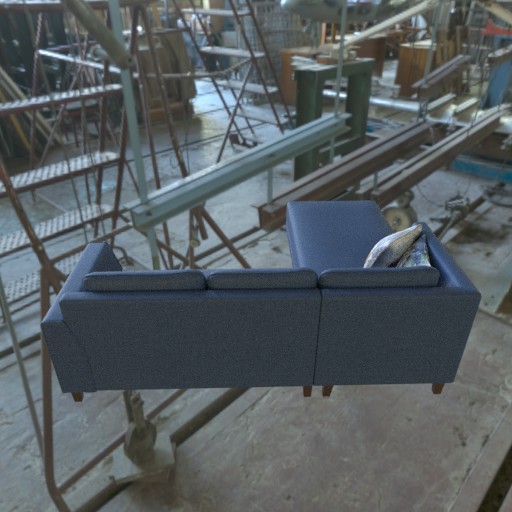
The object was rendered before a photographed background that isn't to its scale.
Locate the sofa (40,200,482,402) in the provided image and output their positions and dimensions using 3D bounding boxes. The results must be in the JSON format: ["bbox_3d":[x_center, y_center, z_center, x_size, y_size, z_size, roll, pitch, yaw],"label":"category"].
[{"bbox_3d":[0.000,0.000,3.024,2.120,0.787,1.829,-1,31,-1],"label":"sofa"}]
